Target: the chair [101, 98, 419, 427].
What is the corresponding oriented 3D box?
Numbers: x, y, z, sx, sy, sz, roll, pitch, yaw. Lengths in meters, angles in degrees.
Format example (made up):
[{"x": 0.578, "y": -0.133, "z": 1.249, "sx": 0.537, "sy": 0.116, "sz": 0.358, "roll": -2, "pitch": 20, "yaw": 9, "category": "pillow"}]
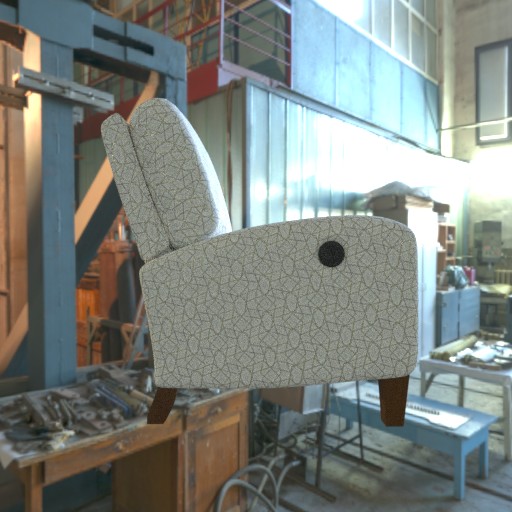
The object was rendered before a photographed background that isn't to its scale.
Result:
[{"x": 0.000, "y": 0.000, "z": 1.732, "sx": 0.995, "sy": 1.064, "sz": 0.796, "roll": 0, "pitch": 1, "yaw": -1, "category": "chair"}]
